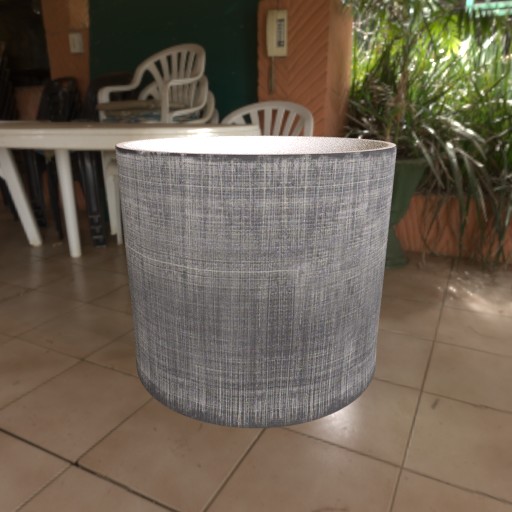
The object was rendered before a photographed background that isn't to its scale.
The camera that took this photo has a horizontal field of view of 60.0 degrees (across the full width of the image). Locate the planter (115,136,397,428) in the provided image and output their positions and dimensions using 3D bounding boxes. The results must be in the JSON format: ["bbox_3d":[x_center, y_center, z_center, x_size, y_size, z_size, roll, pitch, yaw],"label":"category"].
[{"bbox_3d":[0.000,0.000,0.317,0.178,0.157,0.178,0,18,0],"label":"planter"}]
